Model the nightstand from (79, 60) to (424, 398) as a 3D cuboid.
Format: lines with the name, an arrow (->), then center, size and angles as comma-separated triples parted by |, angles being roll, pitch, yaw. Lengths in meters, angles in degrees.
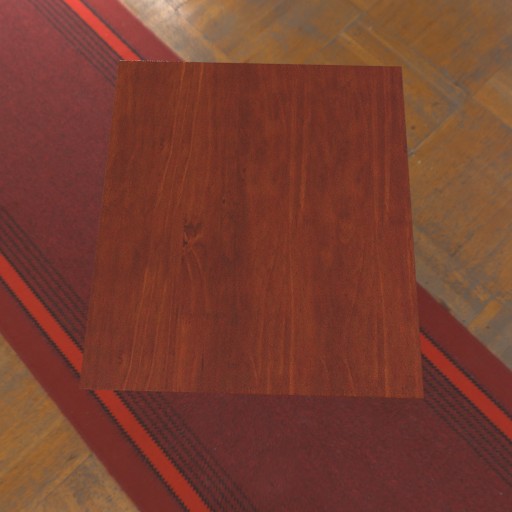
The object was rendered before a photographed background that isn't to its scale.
nightstand -> 0.000, 0.000, 0.980 | 0.501, 0.558, 0.558 | 1, 75, 0
